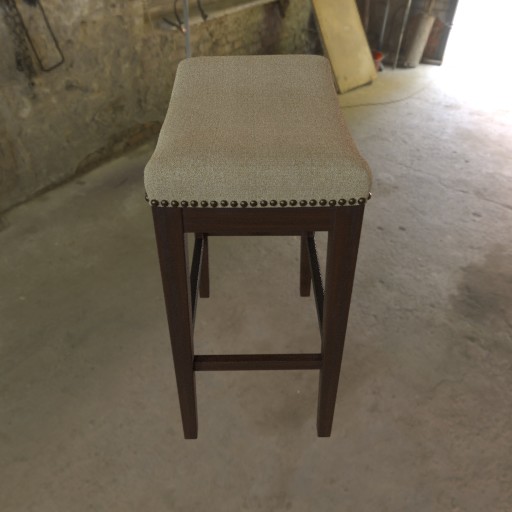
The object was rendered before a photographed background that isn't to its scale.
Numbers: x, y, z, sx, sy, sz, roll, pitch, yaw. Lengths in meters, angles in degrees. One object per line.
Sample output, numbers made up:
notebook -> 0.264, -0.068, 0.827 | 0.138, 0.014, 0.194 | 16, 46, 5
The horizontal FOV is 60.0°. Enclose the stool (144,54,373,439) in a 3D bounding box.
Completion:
stool -> 0.000, 0.000, 1.038 | 0.363, 0.768, 0.509 | -1, 42, -1
